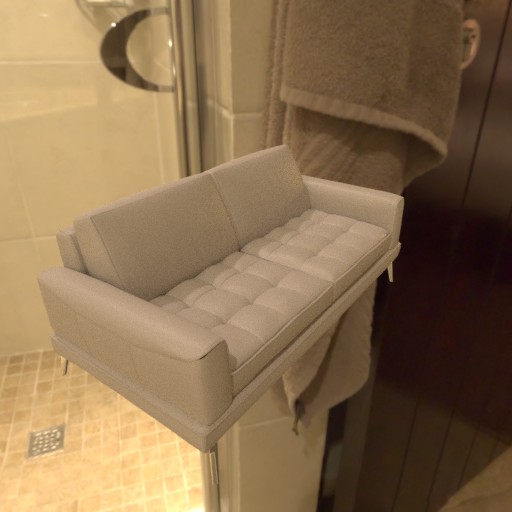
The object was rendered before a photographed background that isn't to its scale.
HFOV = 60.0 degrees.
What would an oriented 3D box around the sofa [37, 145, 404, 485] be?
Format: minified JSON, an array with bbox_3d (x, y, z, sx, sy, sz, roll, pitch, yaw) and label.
[{"bbox_3d":[0.000,0.000,2.666,1.121,0.930,2.177,19,33,32],"label":"sofa"}]
